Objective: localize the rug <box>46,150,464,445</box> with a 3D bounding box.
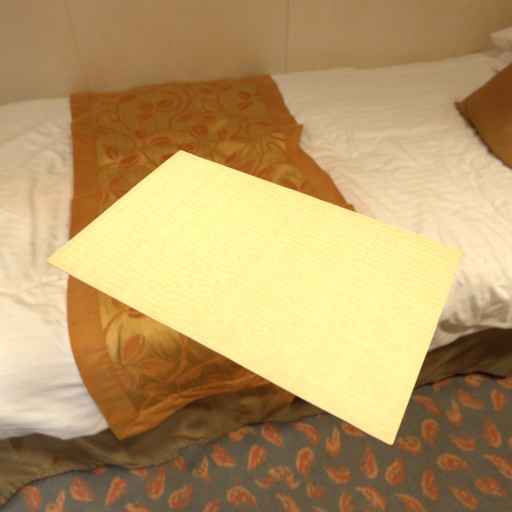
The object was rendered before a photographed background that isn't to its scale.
[{"bbox_3d":[0.000,0.000,3.033,2.441,0.014,1.531,23,51,20],"label":"rug"}]
